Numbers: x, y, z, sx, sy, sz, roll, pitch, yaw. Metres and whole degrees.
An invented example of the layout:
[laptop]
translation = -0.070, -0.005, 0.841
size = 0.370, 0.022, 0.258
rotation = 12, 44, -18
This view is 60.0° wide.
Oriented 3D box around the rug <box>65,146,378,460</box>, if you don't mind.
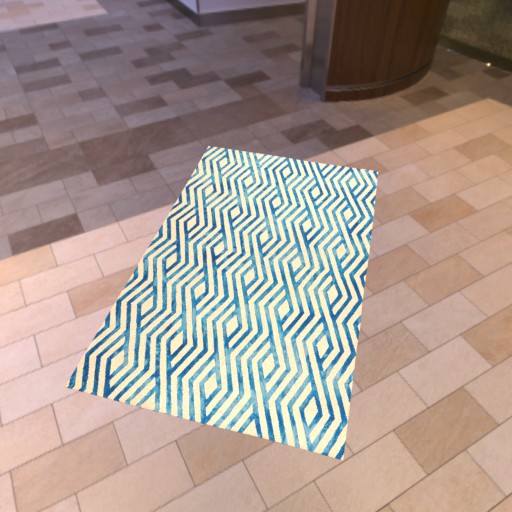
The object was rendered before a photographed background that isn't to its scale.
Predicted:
[rug]
translation = 0.000, 0.000, 3.104
size = 1.531, 0.008, 2.439
rotation = 11, 48, 10
